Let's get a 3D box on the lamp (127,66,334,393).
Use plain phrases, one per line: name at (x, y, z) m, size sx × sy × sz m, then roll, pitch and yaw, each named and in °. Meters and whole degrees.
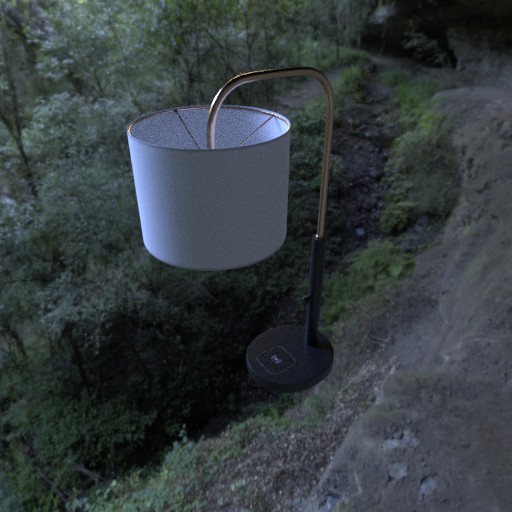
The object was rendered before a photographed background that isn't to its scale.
lamp at (0.000, 0.000, 0.694) m, size 0.337 × 0.540 × 0.199 m, roll -20°, pitch 37°, yaw -29°
